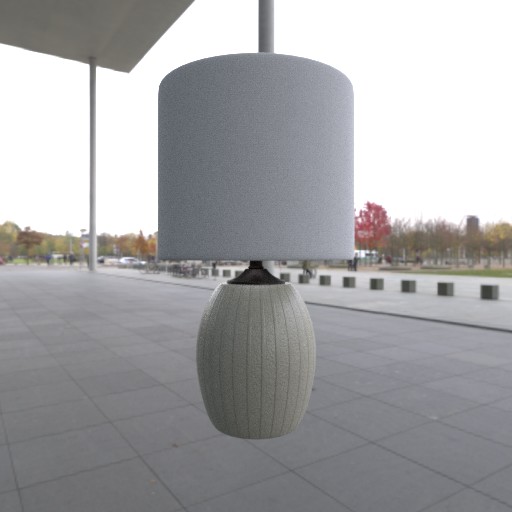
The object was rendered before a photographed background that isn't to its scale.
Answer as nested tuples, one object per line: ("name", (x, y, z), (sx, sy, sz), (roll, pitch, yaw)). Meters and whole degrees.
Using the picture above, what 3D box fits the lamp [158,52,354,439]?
("lamp", (0.000, 0.000, 0.759), (0.329, 0.570, 0.329), (0, 0, -18))
